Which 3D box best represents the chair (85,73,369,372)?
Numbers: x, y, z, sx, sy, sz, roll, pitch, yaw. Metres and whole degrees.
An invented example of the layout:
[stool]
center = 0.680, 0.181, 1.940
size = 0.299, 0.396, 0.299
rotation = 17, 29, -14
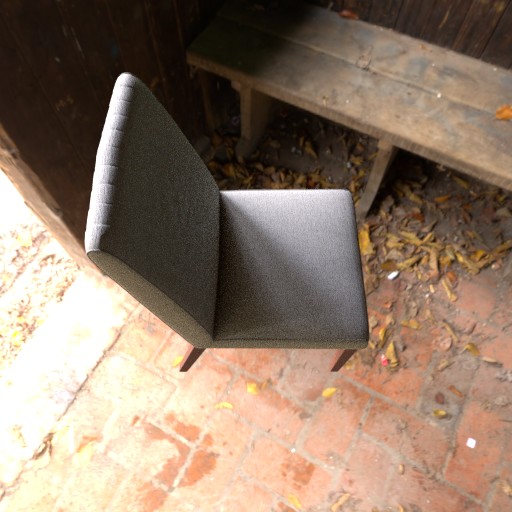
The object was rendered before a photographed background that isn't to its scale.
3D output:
[chair]
center = 0.000, 0.000, 1.215
size = 0.594, 0.900, 0.480
rotation = 0, 63, 0
